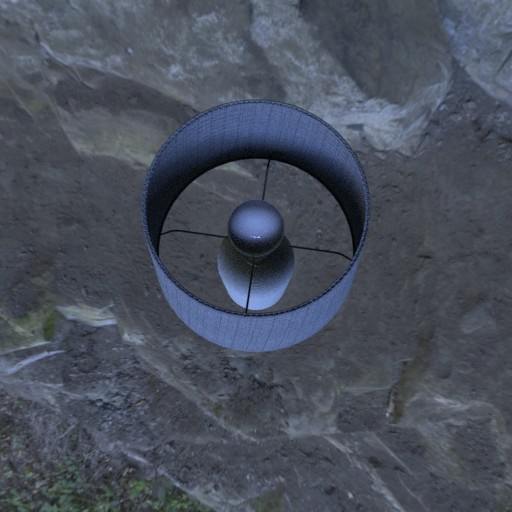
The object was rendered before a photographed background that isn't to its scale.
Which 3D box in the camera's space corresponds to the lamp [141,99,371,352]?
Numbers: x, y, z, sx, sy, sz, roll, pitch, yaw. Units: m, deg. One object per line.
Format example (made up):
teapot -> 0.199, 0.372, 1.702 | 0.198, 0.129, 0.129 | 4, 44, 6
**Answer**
lamp -> 0.000, 0.000, 0.592 | 0.251, 0.429, 0.251 | 0, 78, 0
